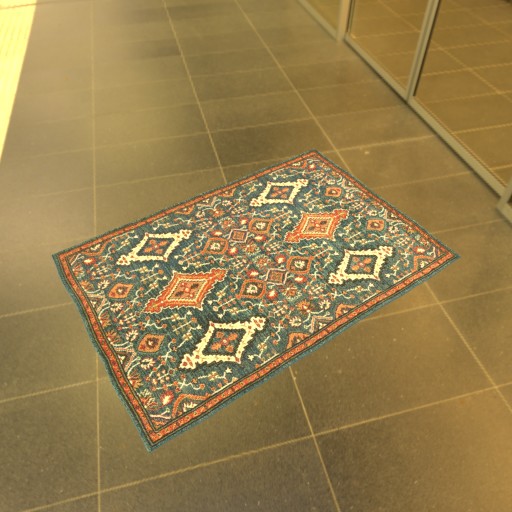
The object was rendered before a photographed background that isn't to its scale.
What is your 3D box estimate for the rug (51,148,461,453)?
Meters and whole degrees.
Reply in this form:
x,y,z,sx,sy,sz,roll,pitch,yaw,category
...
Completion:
x,y,z,sx,sy,sz,roll,pitch,yaw,category
0.000,0.000,3.068,2.373,0.009,1.622,-26,52,-23,rug
